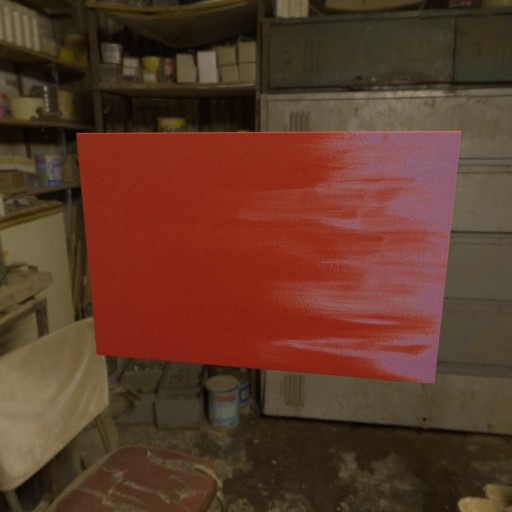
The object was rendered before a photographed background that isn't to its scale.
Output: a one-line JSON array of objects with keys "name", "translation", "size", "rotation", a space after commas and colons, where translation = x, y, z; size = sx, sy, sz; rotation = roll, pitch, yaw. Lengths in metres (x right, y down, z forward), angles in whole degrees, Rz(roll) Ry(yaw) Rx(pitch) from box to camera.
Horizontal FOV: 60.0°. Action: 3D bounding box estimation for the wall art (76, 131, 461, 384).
[{"name": "wall art", "translation": [0.000, 0.000, 0.755], "size": [0.607, 0.405, 0.033], "rotation": [2, 14, 10]}]
